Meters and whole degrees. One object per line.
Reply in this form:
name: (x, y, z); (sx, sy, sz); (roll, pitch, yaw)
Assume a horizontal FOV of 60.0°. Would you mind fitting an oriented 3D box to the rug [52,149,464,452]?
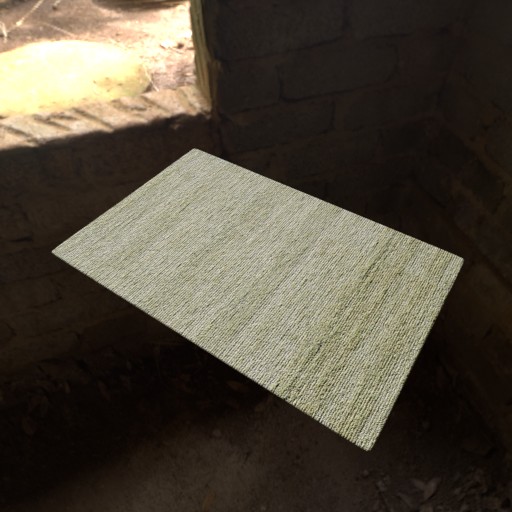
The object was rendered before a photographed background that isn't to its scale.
rug: (0.000, 0.000, 2.235); (1.758, 0.010, 1.143); (26, 52, 23)
